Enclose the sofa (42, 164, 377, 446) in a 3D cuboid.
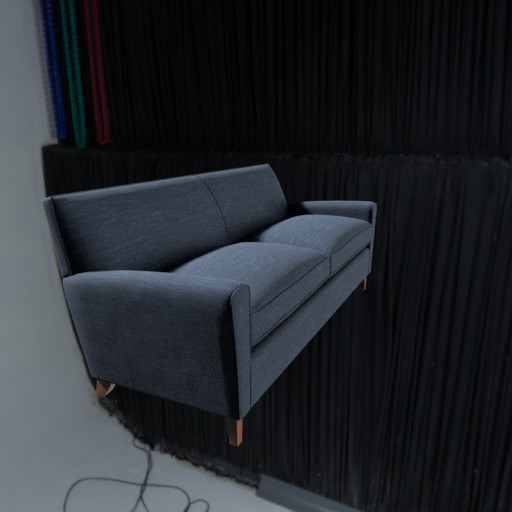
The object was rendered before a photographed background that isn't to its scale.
[{"bbox_3d":[0.000,0.000,2.430,0.875,0.846,1.976,8,18,26],"label":"sofa"}]
